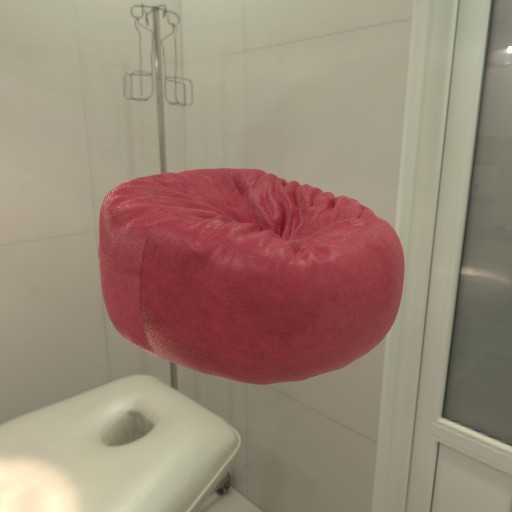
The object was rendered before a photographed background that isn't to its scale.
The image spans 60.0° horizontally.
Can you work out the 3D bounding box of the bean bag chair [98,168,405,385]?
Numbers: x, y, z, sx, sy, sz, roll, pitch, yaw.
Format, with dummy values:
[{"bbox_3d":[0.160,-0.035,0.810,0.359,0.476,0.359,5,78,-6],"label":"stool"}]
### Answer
[{"bbox_3d":[0.000,0.000,2.400,1.524,0.878,1.524,14,20,43],"label":"bean bag chair"}]
